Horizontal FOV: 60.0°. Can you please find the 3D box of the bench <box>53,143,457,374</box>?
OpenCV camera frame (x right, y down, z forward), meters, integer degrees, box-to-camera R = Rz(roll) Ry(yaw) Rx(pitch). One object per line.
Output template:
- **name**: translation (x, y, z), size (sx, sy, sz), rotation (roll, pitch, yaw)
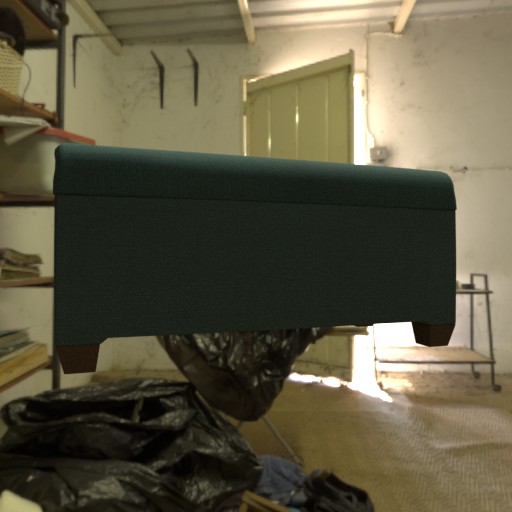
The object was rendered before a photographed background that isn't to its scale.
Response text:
- **bench**: translation (0.000, 0.000, 1.222), size (0.995, 0.474, 0.476), rotation (0, 0, -18)
